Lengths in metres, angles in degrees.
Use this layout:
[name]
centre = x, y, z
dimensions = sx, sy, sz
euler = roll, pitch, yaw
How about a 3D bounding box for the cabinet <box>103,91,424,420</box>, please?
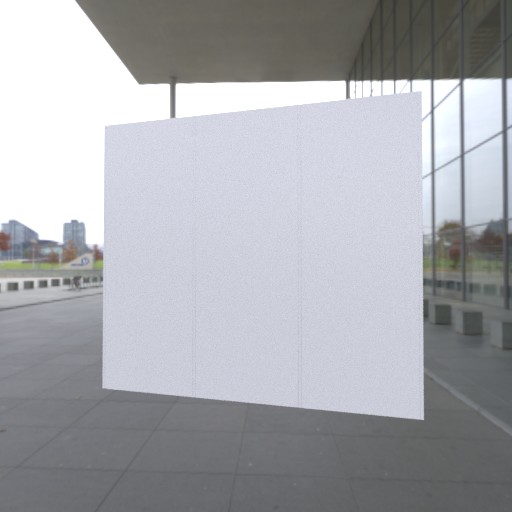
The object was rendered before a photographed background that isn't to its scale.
[cabinet]
centre = 0.000, 0.000, 3.874
dimensions = 2.700, 2.370, 0.590
euler = 0, -1, 17
